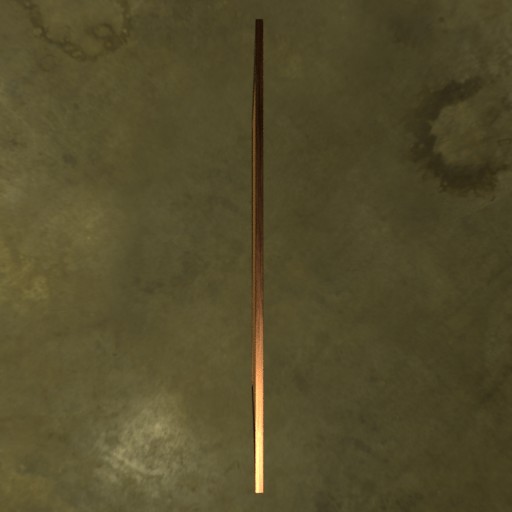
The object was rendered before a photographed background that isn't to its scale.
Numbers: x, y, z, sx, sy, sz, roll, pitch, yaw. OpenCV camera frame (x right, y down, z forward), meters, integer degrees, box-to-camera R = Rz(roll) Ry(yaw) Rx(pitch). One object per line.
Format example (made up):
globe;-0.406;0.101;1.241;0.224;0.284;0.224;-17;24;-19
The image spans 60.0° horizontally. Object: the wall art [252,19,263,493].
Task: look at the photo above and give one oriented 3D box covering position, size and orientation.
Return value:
wall art;0.000;0.000;1.042;0.014;0.559;0.816;0;90;-1
